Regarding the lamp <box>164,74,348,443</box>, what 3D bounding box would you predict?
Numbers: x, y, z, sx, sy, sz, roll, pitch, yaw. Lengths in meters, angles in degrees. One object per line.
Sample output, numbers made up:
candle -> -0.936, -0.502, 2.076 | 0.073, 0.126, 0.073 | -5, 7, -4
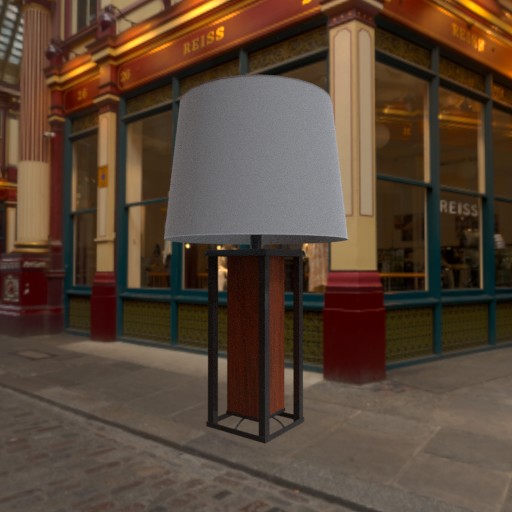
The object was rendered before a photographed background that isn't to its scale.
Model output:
lamp -> 0.000, 0.000, 0.785 | 0.320, 0.591, 0.320 | 0, -1, 0
